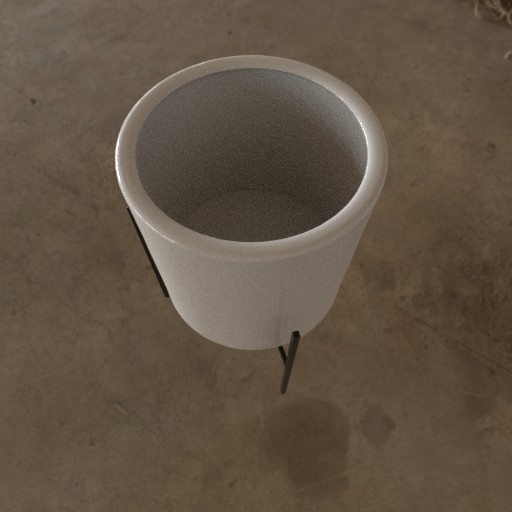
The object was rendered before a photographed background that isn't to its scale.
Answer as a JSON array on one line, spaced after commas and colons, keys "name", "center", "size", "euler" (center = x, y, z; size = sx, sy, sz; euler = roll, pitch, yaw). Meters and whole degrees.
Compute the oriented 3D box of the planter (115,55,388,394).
[{"name": "planter", "center": [0.000, 0.000, 0.635], "size": [0.307, 0.431, 0.308], "euler": [-16, 62, -9]}]
